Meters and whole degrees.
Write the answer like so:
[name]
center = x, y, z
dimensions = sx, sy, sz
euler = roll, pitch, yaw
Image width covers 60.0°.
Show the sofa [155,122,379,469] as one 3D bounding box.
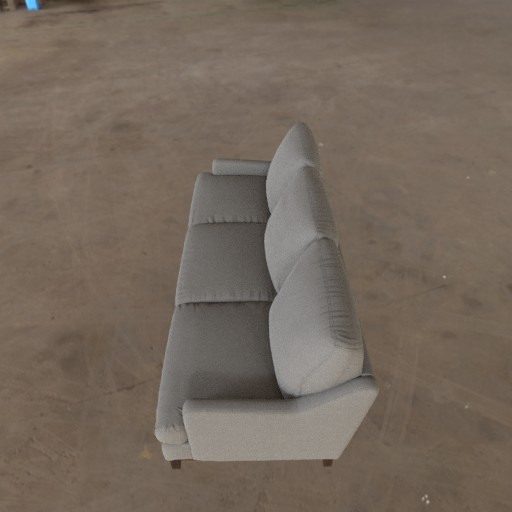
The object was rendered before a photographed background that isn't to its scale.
[sofa]
center = 0.000, 0.000, 2.849
dimensions = 0.987, 0.926, 2.344
euler = -1, 40, -1
